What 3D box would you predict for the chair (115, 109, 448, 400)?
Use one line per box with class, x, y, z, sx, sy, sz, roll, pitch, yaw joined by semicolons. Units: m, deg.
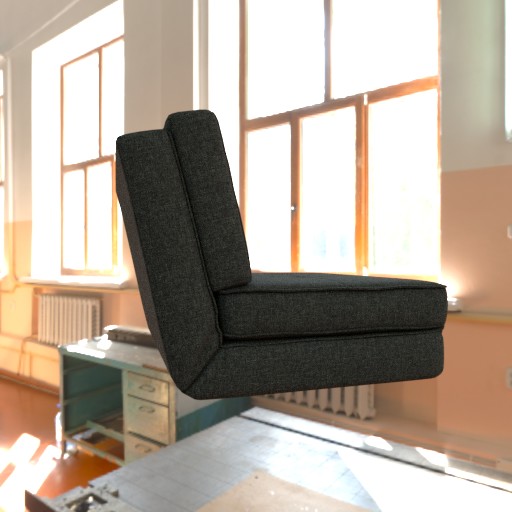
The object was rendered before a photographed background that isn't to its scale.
chair;0.000;0.000;1.322;0.800;0.615;0.740;0;0;-18
